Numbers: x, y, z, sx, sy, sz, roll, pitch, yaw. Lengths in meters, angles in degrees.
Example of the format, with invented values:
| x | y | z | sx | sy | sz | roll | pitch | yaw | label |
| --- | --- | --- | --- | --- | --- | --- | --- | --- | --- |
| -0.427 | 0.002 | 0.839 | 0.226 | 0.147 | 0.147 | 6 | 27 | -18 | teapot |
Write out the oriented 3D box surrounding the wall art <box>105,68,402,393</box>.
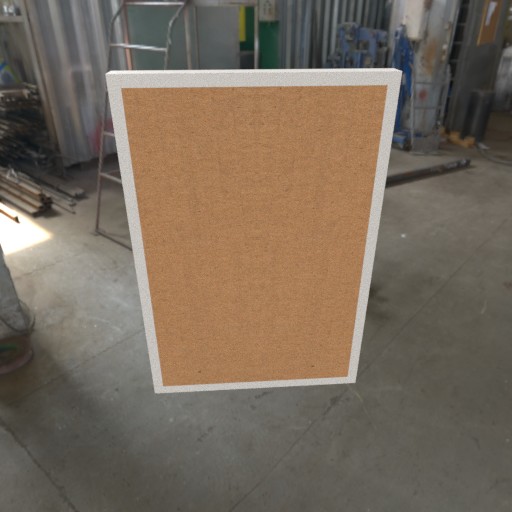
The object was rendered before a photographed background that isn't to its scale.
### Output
| x | y | z | sx | sy | sz | roll | pitch | yaw | label |
| --- | --- | --- | --- | --- | --- | --- | --- | --- | --- |
| 0.000 | 0.000 | 0.552 | 0.293 | 0.428 | 0.025 | -2 | 29 | -4 | wall art |
